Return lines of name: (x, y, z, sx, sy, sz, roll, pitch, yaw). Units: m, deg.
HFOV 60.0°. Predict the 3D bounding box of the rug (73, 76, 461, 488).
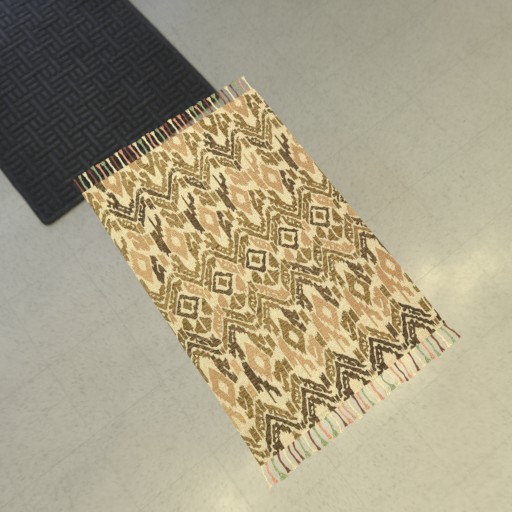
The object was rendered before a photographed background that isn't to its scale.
rug: (0.000, 0.000, 2.994, 1.524, 0.008, 2.438, -35, 78, -9)
